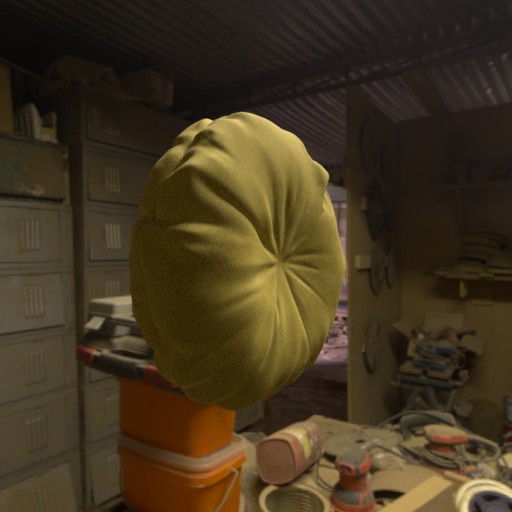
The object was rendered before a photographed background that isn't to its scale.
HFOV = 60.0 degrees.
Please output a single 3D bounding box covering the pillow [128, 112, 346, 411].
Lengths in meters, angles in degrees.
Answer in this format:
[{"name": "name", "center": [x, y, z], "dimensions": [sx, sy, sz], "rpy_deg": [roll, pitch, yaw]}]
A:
[{"name": "pillow", "center": [0.000, 0.000, 0.658], "dimensions": [0.148, 0.407, 0.428], "rpy_deg": [0, 1, 36]}]
